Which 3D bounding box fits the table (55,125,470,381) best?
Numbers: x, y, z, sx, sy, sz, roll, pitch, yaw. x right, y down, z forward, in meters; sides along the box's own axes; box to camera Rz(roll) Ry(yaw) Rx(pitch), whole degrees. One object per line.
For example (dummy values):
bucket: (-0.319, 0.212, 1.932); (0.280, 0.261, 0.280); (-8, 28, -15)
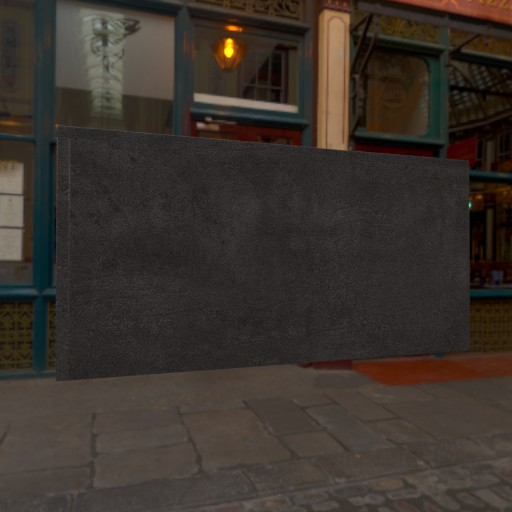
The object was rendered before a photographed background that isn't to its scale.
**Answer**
table: (0.000, 0.000, 0.901); (0.700, 0.350, 0.400); (0, -1, -18)
